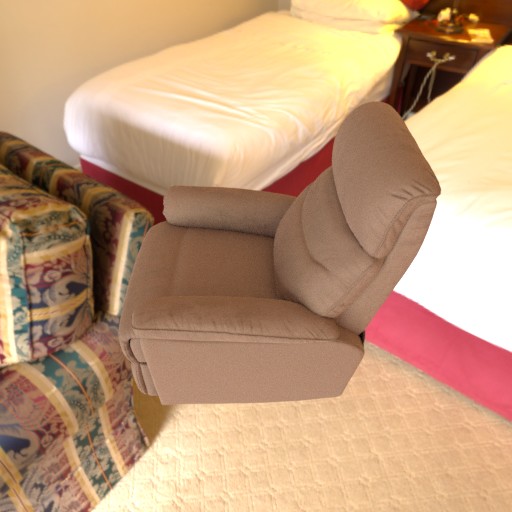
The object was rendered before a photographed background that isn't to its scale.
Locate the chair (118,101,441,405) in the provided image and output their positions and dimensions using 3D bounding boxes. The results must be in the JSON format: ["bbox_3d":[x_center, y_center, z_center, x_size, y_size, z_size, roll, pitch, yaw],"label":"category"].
[{"bbox_3d":[0.000,0.000,1.699,1.004,1.037,0.820,0,41,0],"label":"chair"}]
